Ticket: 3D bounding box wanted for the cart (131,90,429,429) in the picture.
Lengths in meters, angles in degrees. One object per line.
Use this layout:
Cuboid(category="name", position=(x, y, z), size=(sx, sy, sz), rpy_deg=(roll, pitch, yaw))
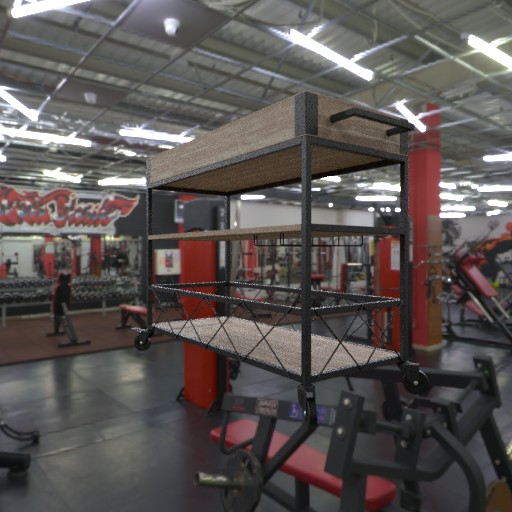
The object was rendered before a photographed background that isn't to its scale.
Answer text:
Cuboid(category="cart", position=(0.000, 0.000, 1.542), size=(0.500, 0.787, 1.101), rpy_deg=(0, 1, -36))
